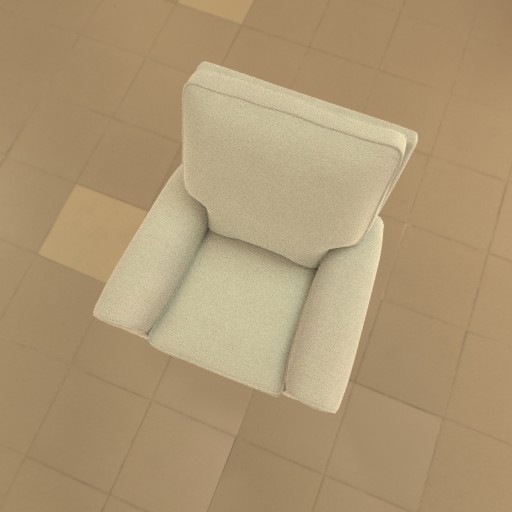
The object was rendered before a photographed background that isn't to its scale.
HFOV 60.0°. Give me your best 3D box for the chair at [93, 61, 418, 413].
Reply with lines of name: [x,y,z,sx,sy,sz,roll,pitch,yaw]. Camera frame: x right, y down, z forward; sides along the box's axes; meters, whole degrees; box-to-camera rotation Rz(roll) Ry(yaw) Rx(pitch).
chair: [0.000,0.000,1.620,0.890,0.960,0.878,21,75,6]
